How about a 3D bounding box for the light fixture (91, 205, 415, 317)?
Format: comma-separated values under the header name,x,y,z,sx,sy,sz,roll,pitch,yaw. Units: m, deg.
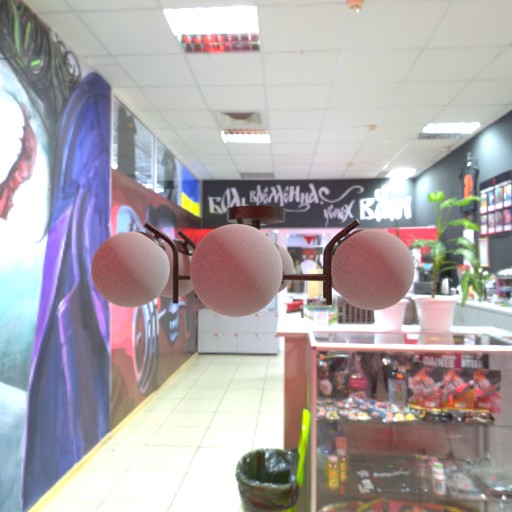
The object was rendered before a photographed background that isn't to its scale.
name,x,y,z,sx,sy,sz,roll,pitch,yaw
light fixture,0.000,0.000,0.949,0.662,0.201,0.662,0,-1,0
